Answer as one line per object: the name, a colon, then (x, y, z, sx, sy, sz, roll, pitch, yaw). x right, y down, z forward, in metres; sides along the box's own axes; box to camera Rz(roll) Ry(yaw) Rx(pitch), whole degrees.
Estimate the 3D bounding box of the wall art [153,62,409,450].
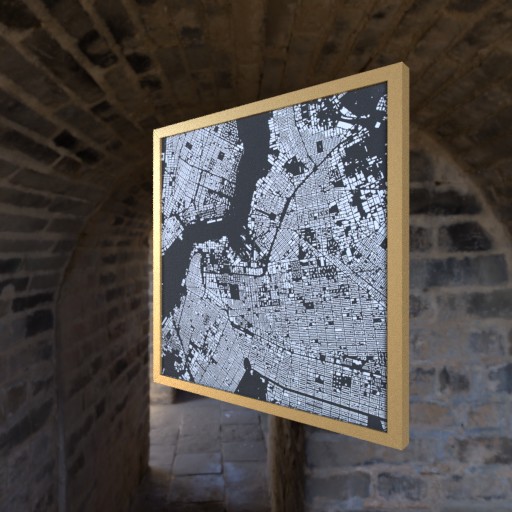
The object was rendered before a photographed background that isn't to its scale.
wall art: (0.000, 0.000, 2.834, 1.926, 1.926, 0.099, 0, 0, 38)
